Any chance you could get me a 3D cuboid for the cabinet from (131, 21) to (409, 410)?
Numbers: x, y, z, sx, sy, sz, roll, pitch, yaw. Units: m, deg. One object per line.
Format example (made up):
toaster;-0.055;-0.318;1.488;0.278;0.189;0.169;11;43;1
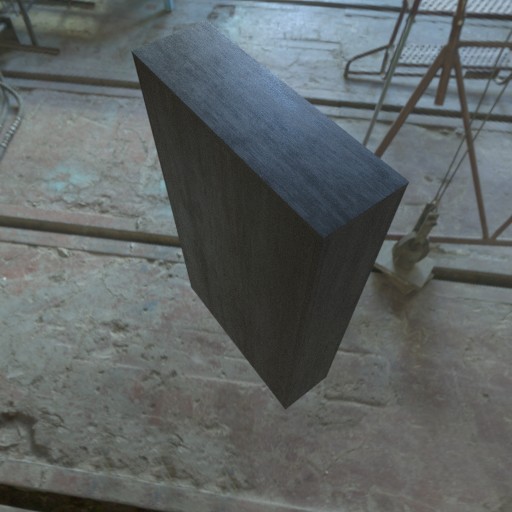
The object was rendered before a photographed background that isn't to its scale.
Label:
cabinet;0.000;0.000;1.572;0.250;1.280;0.750;-32;63;-19
